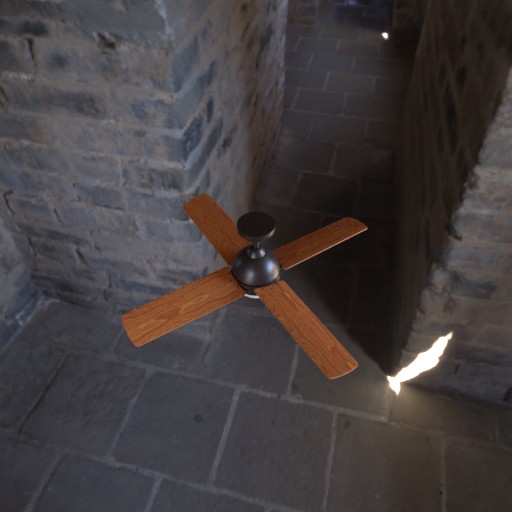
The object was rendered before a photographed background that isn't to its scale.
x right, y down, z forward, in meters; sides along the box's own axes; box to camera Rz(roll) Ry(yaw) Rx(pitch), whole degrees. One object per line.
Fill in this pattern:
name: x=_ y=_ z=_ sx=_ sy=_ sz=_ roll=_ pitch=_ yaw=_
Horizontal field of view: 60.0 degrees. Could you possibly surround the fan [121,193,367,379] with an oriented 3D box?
fan: x=0.000 y=0.000 z=2.090 sx=1.332 sy=0.403 sz=1.332 roll=-25 pitch=51 yaw=-22
